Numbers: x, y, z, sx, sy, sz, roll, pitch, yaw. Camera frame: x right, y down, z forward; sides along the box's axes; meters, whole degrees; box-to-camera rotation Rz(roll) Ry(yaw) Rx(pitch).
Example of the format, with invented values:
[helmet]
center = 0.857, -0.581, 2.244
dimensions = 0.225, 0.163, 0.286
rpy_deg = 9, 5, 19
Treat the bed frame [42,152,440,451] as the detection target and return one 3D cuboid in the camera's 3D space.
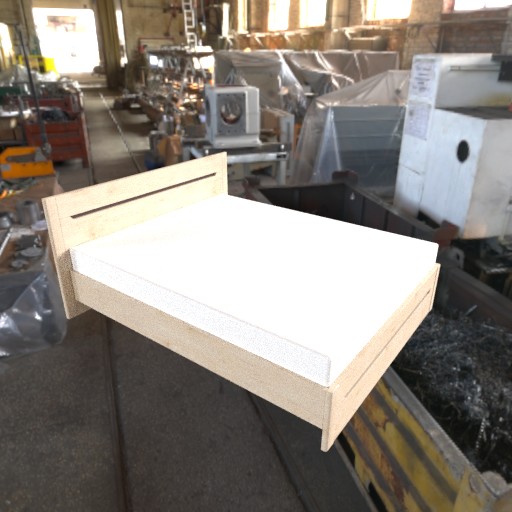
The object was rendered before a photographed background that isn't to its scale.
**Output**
[bed frame]
center = 0.000, 0.000, 3.112
dimensions = 2.080, 0.900, 1.800
rpy_deg = 17, 30, 33
